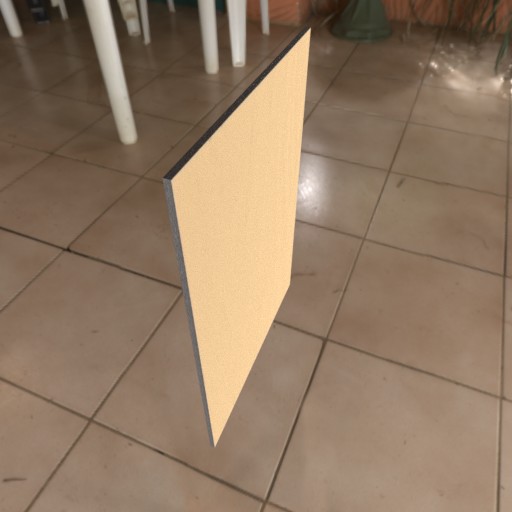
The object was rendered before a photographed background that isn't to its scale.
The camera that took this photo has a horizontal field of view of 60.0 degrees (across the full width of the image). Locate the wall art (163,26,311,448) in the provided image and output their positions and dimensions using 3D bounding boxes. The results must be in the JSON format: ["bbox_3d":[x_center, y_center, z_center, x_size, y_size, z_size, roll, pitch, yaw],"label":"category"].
[{"bbox_3d":[0.000,0.000,1.406,0.016,1.116,0.810,16,47,15],"label":"wall art"}]
